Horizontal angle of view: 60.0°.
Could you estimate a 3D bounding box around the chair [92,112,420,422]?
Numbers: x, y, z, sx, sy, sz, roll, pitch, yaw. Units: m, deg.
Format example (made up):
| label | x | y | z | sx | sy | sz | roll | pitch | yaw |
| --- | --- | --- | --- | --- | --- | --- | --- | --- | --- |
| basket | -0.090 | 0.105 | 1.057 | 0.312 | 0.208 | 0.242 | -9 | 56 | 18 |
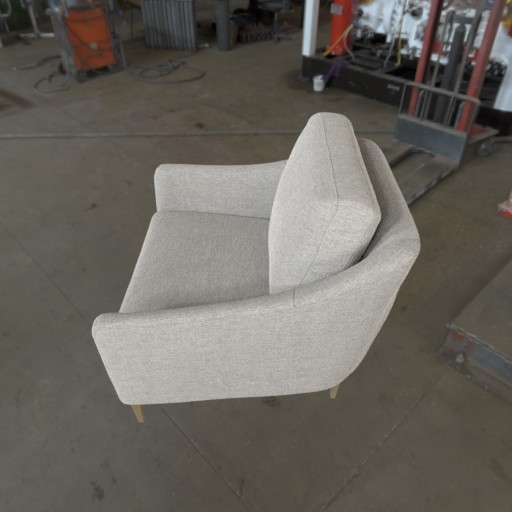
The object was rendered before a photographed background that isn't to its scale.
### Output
| label | x | y | z | sx | sy | sz | roll | pitch | yaw |
| --- | --- | --- | --- | --- | --- | --- | --- | --- | --- |
| chair | 0.000 | 0.000 | 1.704 | 0.961 | 0.902 | 0.986 | 1 | 39 | 1 |
